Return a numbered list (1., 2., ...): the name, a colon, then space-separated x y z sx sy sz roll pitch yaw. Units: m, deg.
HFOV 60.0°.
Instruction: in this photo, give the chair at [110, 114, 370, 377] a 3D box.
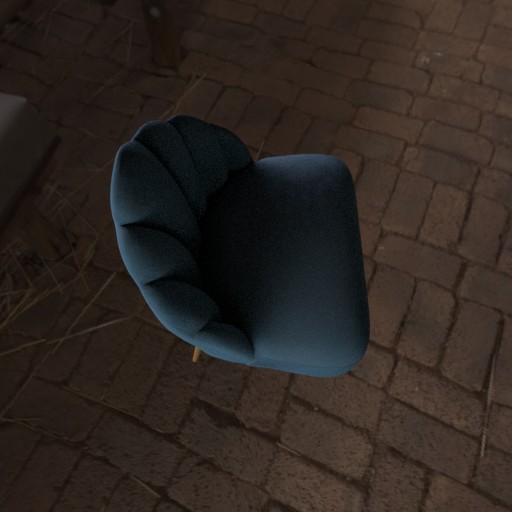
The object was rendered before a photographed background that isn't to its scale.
1. chair: 0.000 0.000 1.273 0.599 0.819 0.657 0 64 0
